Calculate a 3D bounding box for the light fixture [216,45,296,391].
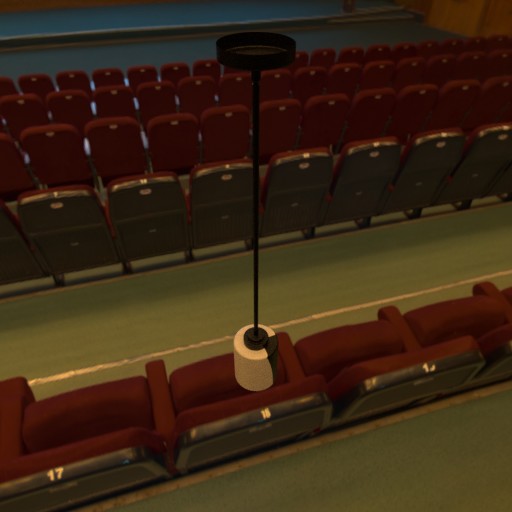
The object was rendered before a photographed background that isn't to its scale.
[{"bbox_3d":[0.000,0.000,0.961,0.123,0.863,0.123,-12,42,-13],"label":"light fixture"}]
